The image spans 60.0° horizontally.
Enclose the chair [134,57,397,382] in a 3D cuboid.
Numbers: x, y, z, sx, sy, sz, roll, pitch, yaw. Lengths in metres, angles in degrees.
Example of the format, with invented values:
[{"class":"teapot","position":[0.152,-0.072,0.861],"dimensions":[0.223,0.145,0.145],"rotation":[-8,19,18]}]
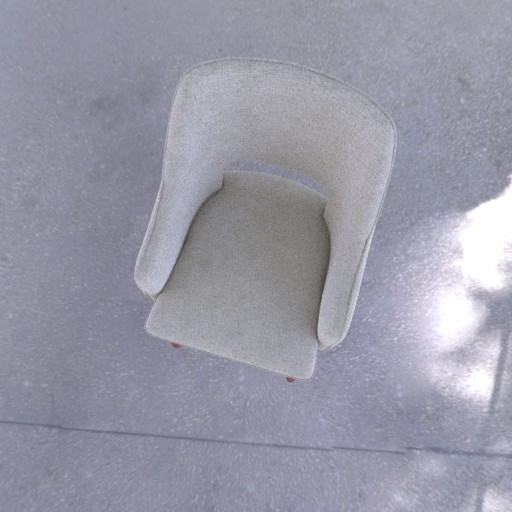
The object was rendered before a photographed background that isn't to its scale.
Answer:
[{"class":"chair","position":[0.000,0.000,1.201],"dimensions":[0.548,0.849,0.605],"rotation":[16,77,4]}]
